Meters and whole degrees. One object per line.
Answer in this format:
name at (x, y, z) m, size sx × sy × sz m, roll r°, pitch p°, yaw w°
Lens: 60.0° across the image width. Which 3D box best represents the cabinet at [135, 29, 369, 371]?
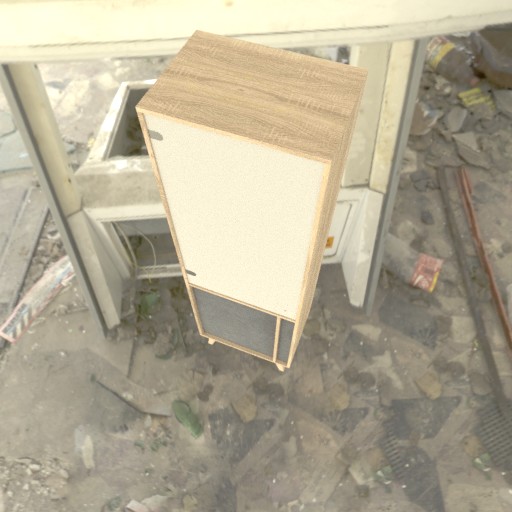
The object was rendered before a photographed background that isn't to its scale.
cabinet at (0.000, 0.000, 2.071) m, size 0.570 × 1.850 × 0.400 m, roll 18°, pitch 60°, yaw 11°
